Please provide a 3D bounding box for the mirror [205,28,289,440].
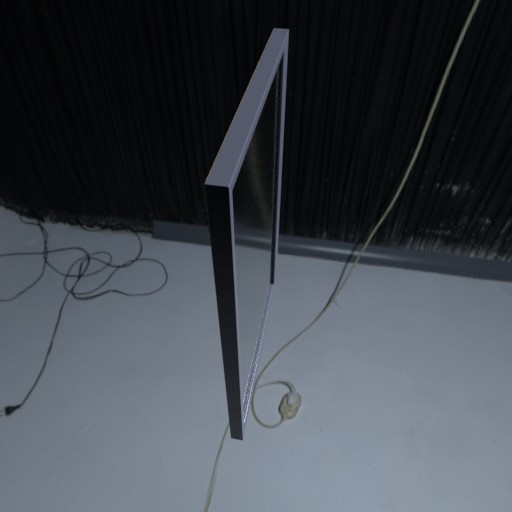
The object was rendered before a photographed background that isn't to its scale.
[{"bbox_3d":[0.000,0.000,1.162,0.040,0.915,0.609,8,47,7],"label":"mirror"}]
